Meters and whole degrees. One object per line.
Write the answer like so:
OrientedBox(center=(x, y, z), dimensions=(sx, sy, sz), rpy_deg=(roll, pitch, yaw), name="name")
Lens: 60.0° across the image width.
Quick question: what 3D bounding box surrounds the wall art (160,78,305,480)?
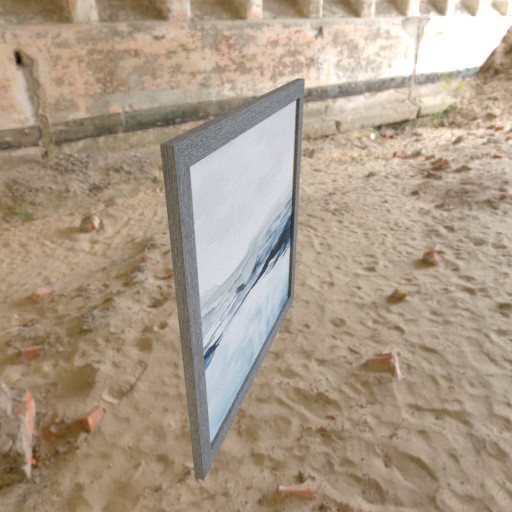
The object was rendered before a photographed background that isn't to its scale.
OrientedBox(center=(0.000, 0.000, 1.021), dimensions=(0.020, 0.685, 0.685), rpy_deg=(10, 30, 17), name="wall art")
